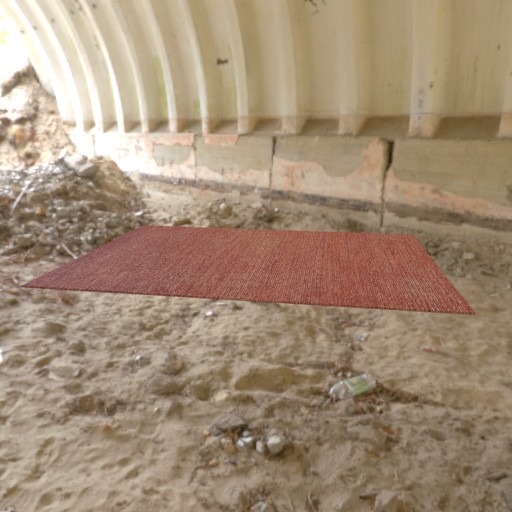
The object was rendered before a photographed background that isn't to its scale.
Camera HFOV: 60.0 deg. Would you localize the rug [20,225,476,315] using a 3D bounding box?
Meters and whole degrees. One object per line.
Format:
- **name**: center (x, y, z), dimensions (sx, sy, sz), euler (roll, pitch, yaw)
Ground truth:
- **rug**: center (0.000, 0.000, 5.114), dimensions (3.965, 0.025, 2.803), euler (3, 16, 9)
